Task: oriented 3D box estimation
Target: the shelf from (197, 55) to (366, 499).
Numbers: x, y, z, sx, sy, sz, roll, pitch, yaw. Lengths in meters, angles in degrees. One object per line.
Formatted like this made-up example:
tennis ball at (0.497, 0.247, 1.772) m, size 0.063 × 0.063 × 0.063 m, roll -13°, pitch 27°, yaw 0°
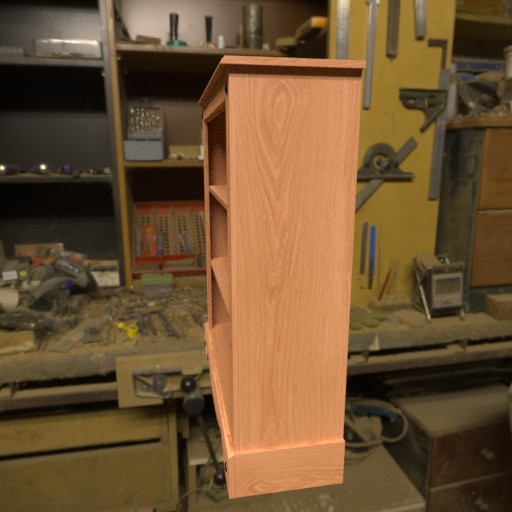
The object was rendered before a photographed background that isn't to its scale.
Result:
shelf at (0.000, 0.000, 1.367) m, size 0.291 × 0.980 × 0.840 m, roll -2°, pitch 14°, yaw -10°
